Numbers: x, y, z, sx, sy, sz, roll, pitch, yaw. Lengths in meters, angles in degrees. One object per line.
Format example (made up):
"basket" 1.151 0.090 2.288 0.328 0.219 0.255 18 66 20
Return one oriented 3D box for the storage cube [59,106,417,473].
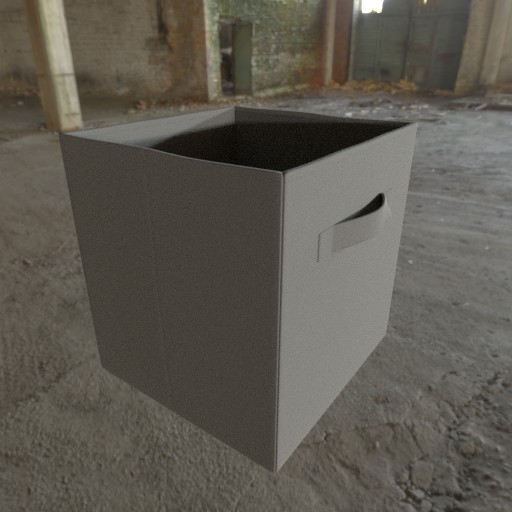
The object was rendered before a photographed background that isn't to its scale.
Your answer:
"storage cube" 0.000 0.000 0.499 0.270 0.280 0.270 17 30 32
